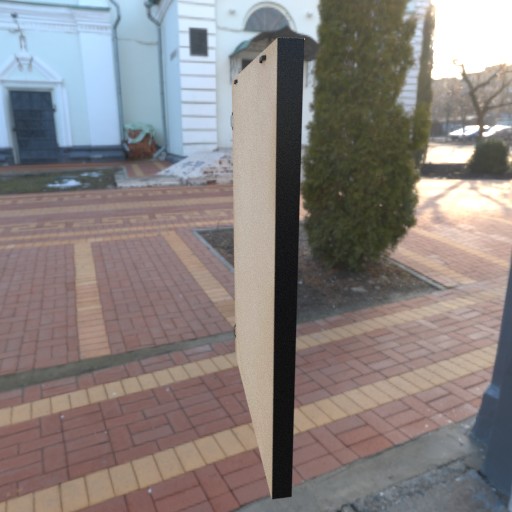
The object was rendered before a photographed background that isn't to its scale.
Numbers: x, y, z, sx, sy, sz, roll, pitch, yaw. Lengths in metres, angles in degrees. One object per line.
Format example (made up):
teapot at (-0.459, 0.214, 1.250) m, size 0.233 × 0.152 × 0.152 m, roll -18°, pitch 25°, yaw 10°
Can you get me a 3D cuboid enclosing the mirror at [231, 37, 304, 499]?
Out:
mirror at (0.000, 0.000, 0.892) m, size 0.040 × 0.710 × 0.507 m, roll -3°, pitch 16°, yaw -9°
